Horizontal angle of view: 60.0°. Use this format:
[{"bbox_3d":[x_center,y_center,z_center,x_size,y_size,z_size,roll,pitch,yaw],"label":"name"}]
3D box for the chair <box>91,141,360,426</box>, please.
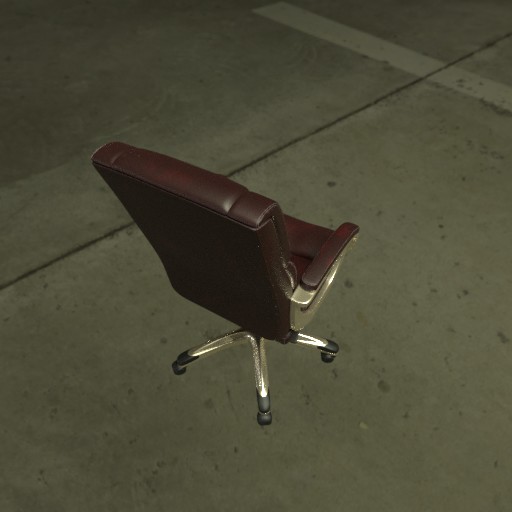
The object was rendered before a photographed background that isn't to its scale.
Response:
[{"bbox_3d":[0.000,0.000,1.523,0.662,1.107,0.739,24,51,21],"label":"chair"}]
